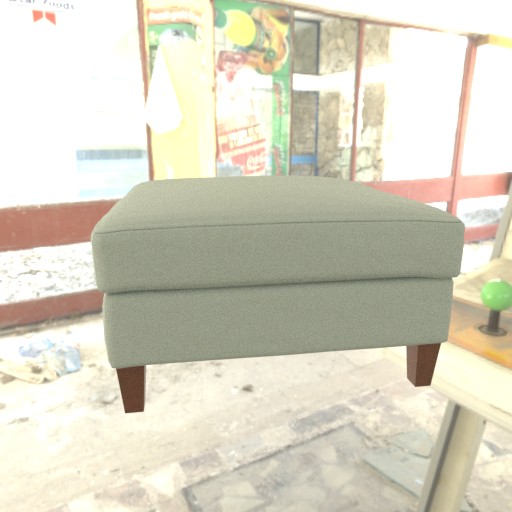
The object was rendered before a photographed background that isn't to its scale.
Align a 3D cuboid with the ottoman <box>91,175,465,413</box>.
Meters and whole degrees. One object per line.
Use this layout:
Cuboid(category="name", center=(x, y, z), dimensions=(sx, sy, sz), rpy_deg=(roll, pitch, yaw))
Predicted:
Cuboid(category="ottoman", center=(0.000, 0.000, 1.453), dimensions=(0.842, 0.494, 0.991), rpy_deg=(-2, 15, -9))
